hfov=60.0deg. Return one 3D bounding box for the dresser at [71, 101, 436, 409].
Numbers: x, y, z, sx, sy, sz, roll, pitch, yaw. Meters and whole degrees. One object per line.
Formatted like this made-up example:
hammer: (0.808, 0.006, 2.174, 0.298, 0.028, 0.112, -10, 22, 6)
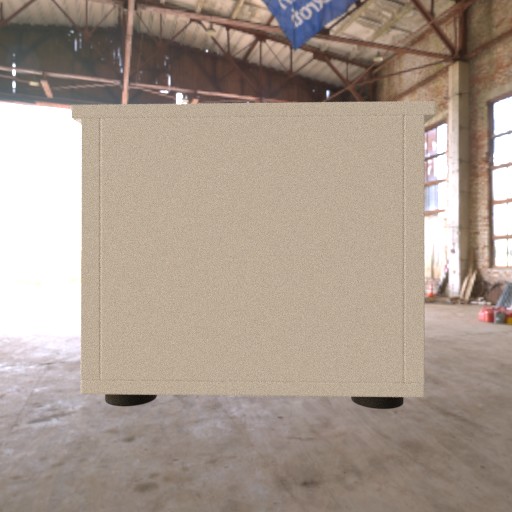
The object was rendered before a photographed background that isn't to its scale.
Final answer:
dresser: (0.000, 0.000, 0.720, 0.430, 0.360, 0.400, 0, 0, 2)
